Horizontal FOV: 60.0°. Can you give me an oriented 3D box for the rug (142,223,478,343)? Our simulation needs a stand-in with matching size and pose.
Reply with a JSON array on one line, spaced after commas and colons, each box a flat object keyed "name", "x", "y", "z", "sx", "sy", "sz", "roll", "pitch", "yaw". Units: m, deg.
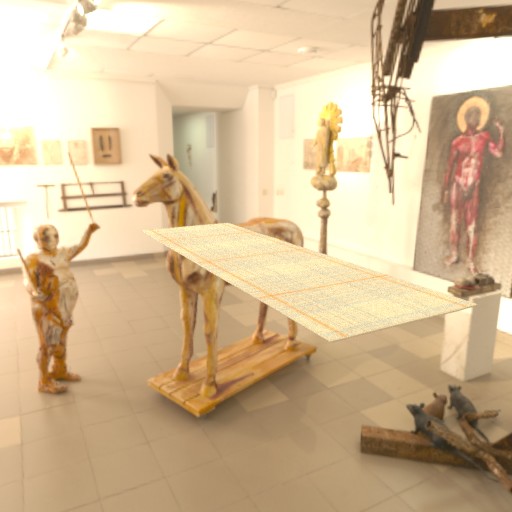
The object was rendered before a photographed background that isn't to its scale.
[{"name": "rug", "x": 0.000, "y": 0.000, "z": 2.705, "sx": 0.770, "sy": 0.016, "sz": 2.442, "roll": -7, "pitch": 15, "yaw": -28}]
